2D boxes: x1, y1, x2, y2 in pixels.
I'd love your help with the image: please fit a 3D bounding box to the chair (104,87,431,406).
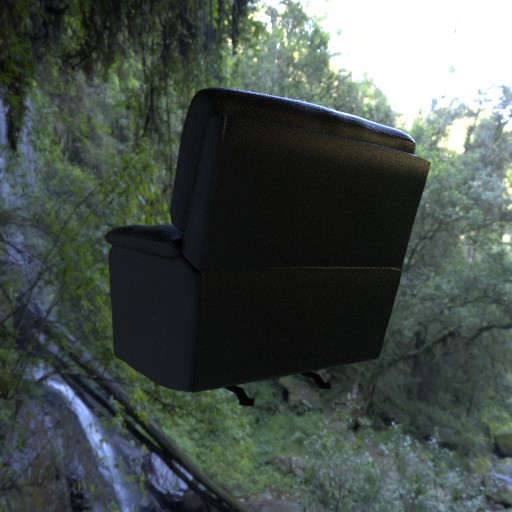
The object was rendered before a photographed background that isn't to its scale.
[{"bbox_3d":[0.000,0.000,1.972,1.096,1.109,1.087,1,-1,-35],"label":"chair"}]
